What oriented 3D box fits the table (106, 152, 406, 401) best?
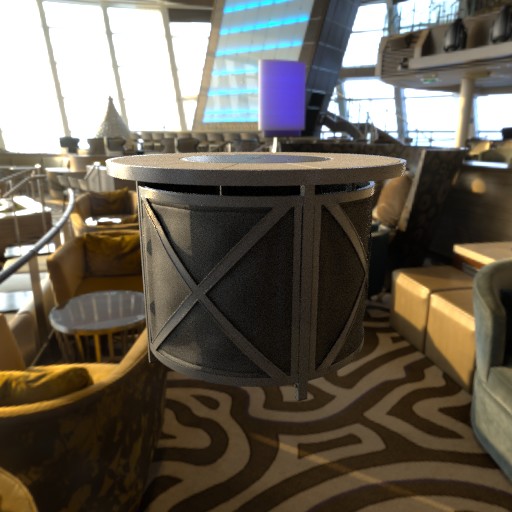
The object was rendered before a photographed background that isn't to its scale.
[{"bbox_3d":[0.000,0.000,1.507,0.914,0.650,0.914,0,16,0],"label":"table"}]
